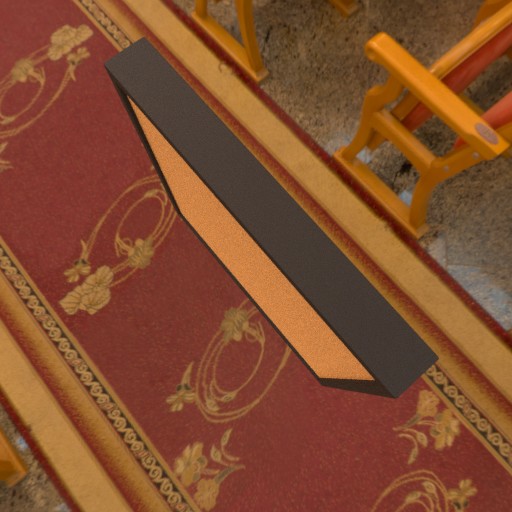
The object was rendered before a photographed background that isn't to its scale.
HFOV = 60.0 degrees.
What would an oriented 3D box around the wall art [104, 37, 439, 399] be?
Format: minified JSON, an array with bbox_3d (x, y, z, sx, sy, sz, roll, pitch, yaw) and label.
[{"bbox_3d":[0.000,0.000,0.443,0.037,0.305,0.305,-39,78,-10],"label":"wall art"}]
